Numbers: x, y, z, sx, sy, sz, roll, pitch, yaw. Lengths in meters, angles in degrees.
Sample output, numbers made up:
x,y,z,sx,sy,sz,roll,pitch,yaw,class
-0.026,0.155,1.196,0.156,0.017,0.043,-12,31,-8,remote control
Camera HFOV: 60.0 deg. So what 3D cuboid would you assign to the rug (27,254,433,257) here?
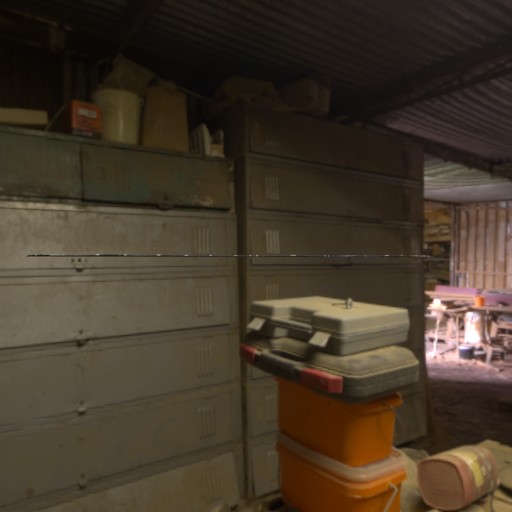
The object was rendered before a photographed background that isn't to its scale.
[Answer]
x,y,z,sx,sy,sz,roll,pitch,yaw,class
0.000,0.000,2.735,2.476,0.010,0.807,0,0,-34,rug
